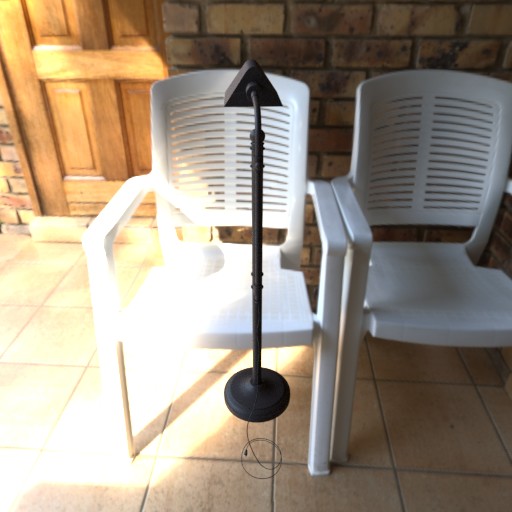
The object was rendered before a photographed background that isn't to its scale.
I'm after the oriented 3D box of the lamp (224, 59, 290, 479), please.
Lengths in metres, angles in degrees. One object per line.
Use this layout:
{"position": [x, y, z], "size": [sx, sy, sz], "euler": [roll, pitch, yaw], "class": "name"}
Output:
{"position": [0.000, 0.000, 0.933], "size": [0.159, 0.708, 0.545], "euler": [-1, 31, -2], "class": "lamp"}
